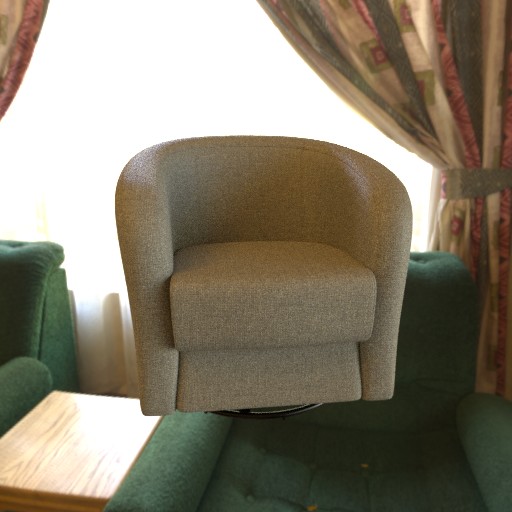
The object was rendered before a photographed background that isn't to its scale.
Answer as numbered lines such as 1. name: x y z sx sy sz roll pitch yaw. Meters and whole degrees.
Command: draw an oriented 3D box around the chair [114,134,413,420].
1. chair: 0.000 0.000 1.440 0.791 0.771 0.815 -2 15 -7
